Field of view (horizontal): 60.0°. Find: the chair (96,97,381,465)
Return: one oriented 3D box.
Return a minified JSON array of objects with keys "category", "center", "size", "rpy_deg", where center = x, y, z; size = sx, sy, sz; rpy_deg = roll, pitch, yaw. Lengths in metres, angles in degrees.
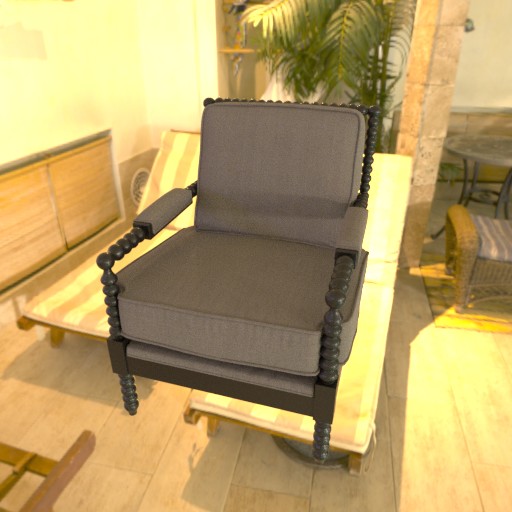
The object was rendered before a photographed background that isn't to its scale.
[{"category":"chair","center":[0.000,0.000,1.105],"size":[0.540,0.661,0.622],"rpy_deg":[8,29,15]}]
